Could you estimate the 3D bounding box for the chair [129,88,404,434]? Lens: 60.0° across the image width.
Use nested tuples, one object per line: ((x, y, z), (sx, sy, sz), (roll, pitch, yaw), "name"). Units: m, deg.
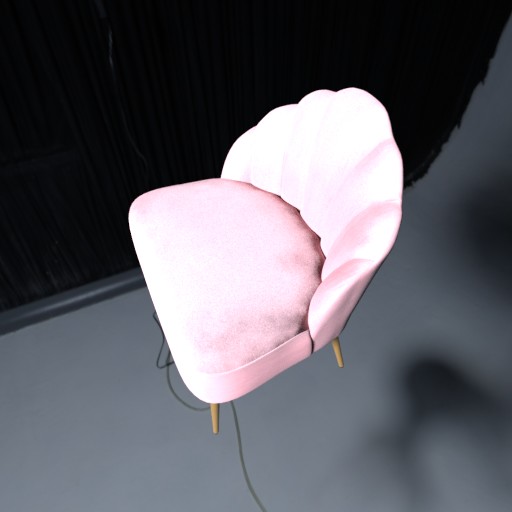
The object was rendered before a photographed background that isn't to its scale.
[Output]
((0.000, 0.000, 1.226), (0.599, 0.819, 0.657), (-17, 48, -16), "chair")
